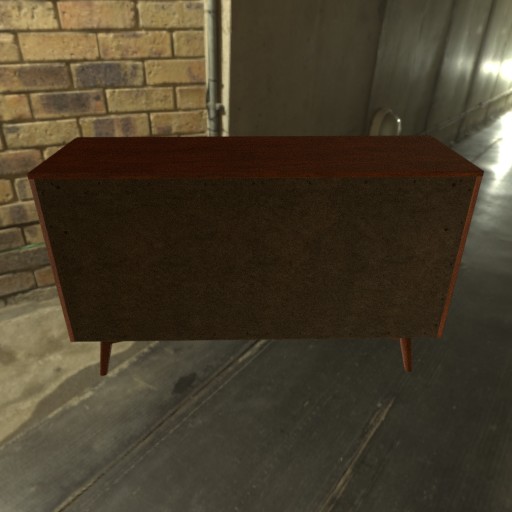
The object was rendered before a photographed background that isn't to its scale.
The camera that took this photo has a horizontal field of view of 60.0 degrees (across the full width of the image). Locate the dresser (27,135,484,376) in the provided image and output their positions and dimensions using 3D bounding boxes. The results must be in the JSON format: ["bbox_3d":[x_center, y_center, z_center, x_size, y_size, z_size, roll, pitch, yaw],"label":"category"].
[{"bbox_3d":[0.000,0.000,1.859,1.472,0.889,0.500,-1,29,-1],"label":"dresser"}]
